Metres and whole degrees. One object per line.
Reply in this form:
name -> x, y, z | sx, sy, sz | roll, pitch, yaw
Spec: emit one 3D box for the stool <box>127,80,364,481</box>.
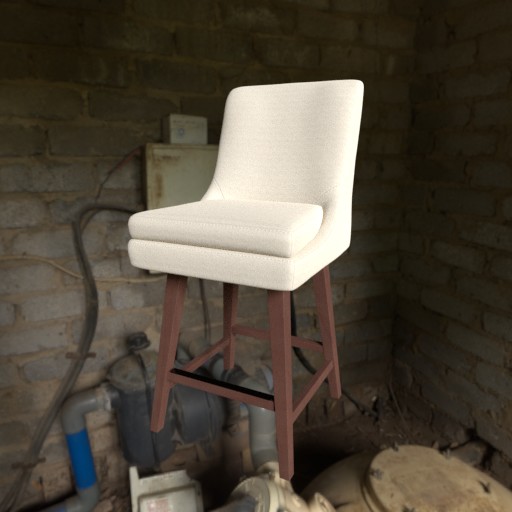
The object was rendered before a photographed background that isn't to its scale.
stool -> 0.000, 0.000, 1.279 | 0.483, 0.991, 0.559 | 7, 16, 26
